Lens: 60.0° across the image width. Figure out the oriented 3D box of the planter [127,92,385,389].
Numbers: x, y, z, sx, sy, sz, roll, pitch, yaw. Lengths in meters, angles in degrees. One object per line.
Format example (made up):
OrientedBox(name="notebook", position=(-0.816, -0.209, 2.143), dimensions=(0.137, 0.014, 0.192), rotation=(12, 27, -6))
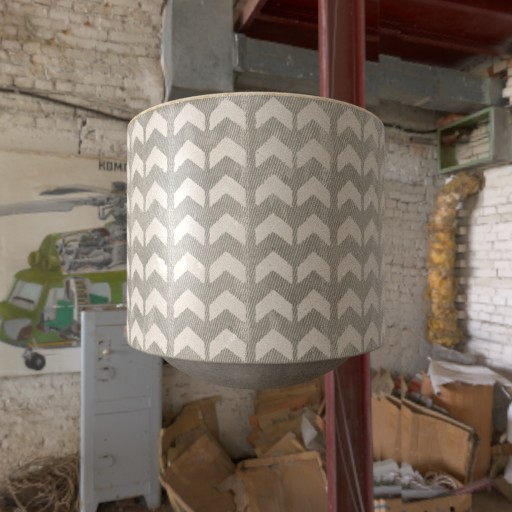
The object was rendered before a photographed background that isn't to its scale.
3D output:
OrientedBox(name="planter", position=(0.000, 0.000, 0.340), dimensions=(0.190, 0.181, 0.190), rotation=(0, 0, 0))
